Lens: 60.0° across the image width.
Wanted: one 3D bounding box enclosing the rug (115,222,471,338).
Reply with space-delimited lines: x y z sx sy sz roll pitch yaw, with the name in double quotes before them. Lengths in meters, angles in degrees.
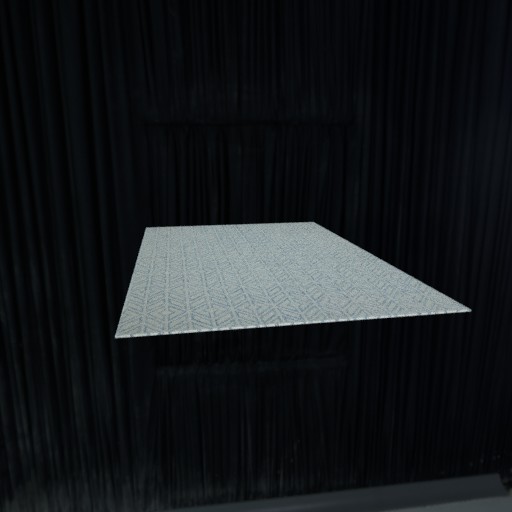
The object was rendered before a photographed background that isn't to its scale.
"rug" 0.000 0.000 2.338 1.220 0.008 1.824 -3 15 -10
